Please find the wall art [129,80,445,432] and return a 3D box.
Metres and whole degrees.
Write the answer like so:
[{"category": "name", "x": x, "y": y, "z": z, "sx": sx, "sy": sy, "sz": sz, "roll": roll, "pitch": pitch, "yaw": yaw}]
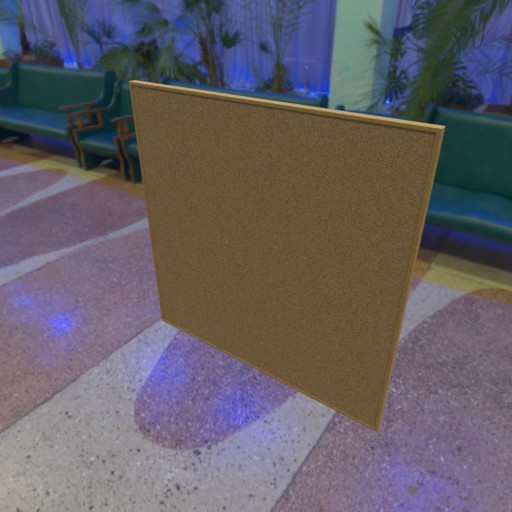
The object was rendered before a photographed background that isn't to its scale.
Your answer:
[{"category": "wall art", "x": 0.000, "y": 0.000, "z": 0.669, "sx": 0.457, "sy": 0.455, "sz": 0.013, "roll": 20, "pitch": 36, "yaw": 30}]
